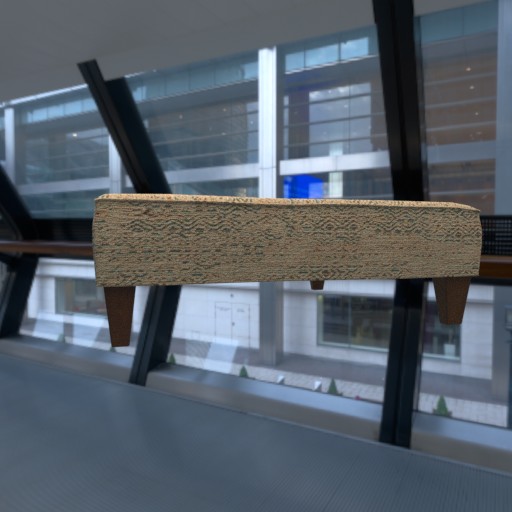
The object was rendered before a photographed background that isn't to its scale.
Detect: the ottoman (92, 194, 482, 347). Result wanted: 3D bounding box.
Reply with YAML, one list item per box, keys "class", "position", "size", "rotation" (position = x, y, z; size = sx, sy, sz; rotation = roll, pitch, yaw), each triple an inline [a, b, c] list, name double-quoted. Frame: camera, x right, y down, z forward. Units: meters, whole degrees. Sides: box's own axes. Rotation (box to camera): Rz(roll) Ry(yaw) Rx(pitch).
- class: "ottoman"
  position: [0.000, 0.000, 1.520]
  size: [1.004, 0.356, 0.968]
  rotation: [-1, 2, -17]
